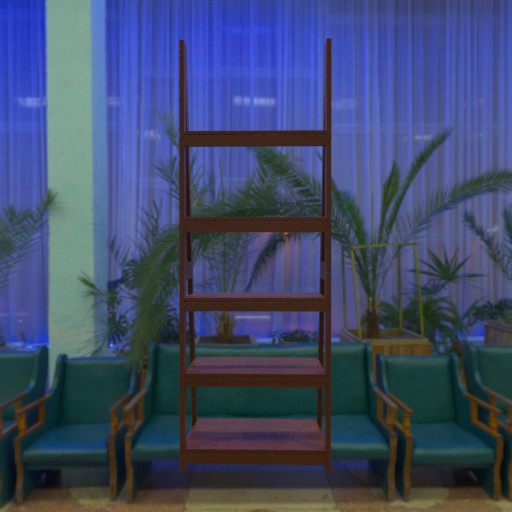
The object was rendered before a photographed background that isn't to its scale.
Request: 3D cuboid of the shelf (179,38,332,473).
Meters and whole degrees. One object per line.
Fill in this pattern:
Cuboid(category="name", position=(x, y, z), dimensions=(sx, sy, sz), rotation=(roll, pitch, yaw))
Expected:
Cuboid(category="shelf", position=(0.000, 0.000, 1.998), dimensions=(0.630, 1.780, 0.356), rotation=(0, 1, 1))
